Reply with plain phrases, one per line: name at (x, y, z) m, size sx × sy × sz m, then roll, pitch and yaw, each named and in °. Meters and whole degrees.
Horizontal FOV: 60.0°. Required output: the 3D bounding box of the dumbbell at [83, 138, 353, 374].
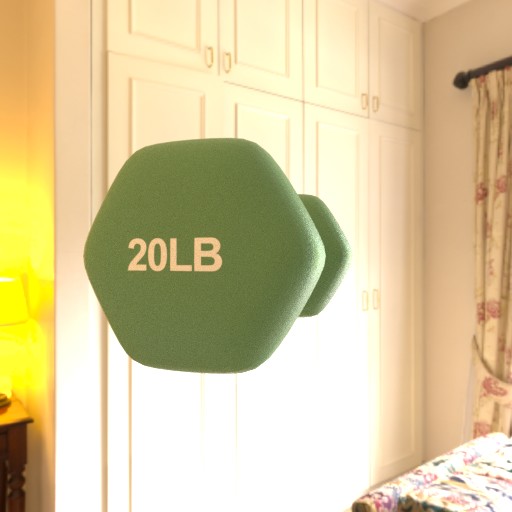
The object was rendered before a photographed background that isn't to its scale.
dumbbell at (0.000, 0.000, 0.321) m, size 0.126 × 0.114 × 0.257 m, roll 0°, pitch 0°, yaw 17°
